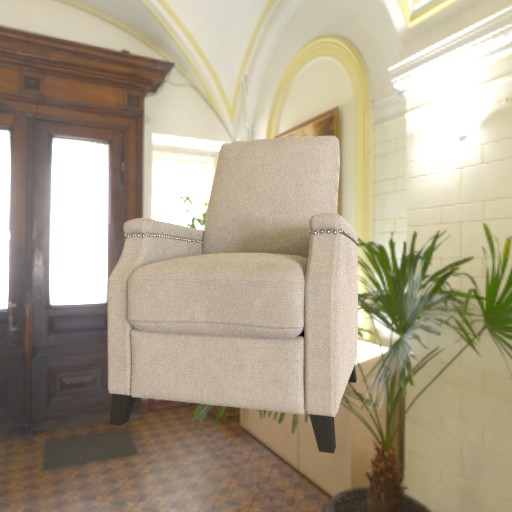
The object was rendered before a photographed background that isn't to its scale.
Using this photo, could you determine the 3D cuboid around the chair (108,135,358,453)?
[{"bbox_3d":[0.000,0.000,1.665,0.710,1.049,0.922,0,-1,17],"label":"chair"}]
